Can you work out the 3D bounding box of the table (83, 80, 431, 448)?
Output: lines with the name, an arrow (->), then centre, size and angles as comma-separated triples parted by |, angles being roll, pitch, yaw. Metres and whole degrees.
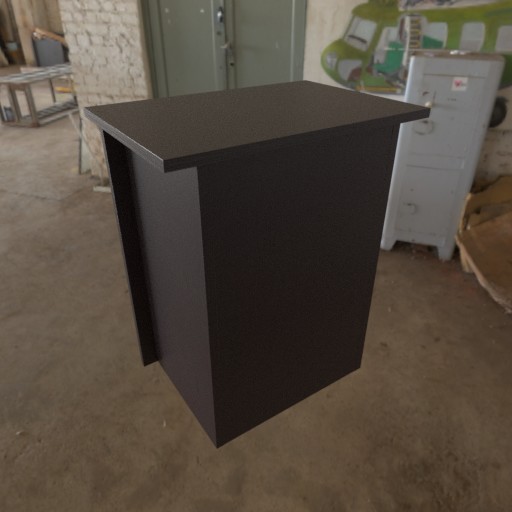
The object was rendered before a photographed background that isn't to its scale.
table -> 0.000, 0.000, 1.093 | 0.589, 0.711, 0.408 | -19, 36, -29
